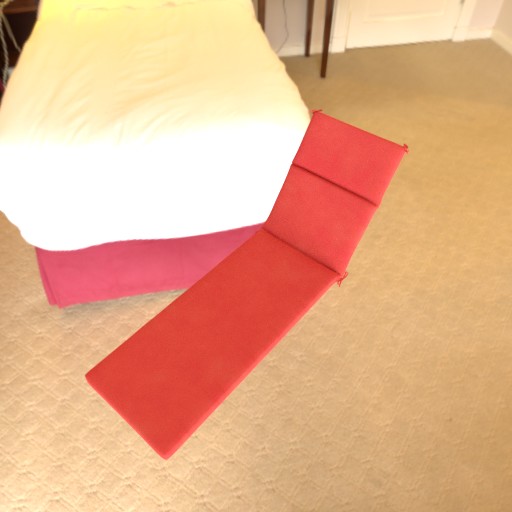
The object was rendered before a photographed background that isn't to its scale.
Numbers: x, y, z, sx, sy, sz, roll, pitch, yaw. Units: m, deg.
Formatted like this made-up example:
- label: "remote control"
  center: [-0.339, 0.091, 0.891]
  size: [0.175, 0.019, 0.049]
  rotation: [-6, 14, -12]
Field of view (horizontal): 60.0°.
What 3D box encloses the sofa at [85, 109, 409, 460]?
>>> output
- label: "sofa"
  center: [0.000, 0.000, 2.010]
  size: [0.582, 0.622, 1.663]
  rotation: [32, 55, 26]
